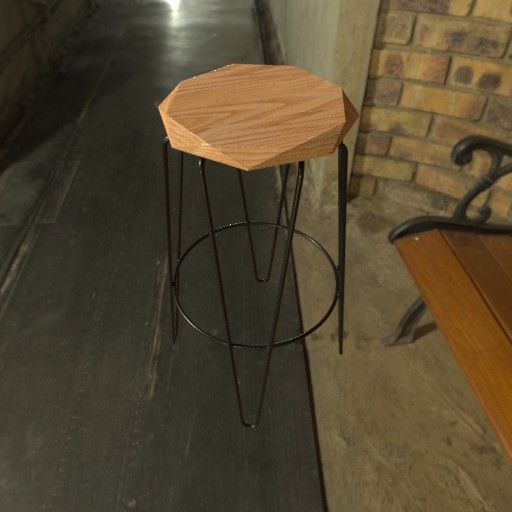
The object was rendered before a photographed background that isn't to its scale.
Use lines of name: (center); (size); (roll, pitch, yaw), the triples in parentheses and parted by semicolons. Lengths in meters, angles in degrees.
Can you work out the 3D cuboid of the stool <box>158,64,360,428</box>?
stool: (0.000, 0.000, 0.826); (0.326, 0.610, 0.326); (-31, 54, -27)
